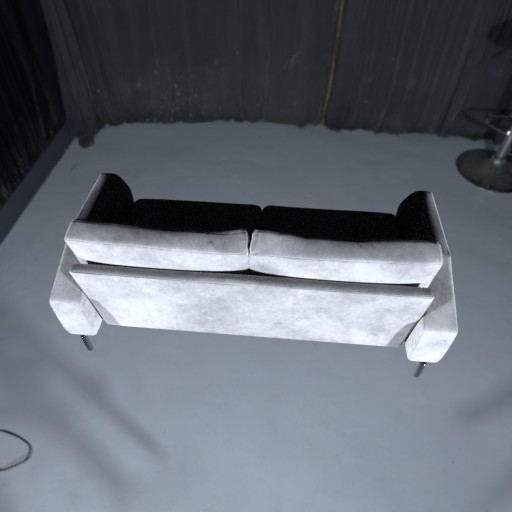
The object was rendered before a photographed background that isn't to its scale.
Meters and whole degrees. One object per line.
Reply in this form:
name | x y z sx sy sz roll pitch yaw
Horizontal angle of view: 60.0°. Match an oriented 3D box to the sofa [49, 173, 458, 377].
sofa | 0.000 0.000 2.285 1.837 0.859 0.849 4 47 4
